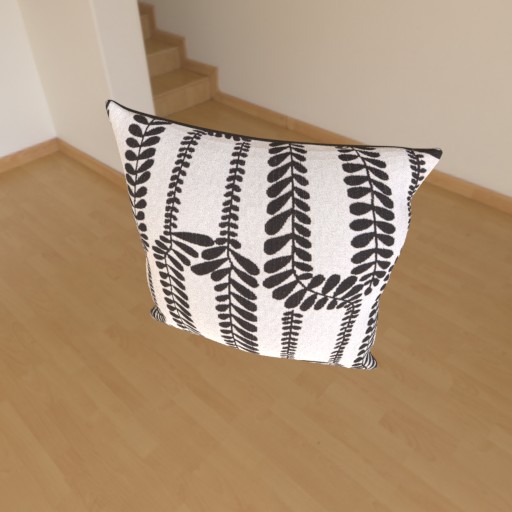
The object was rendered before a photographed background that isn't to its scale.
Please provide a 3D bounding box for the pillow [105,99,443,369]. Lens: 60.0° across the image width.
[{"bbox_3d":[0.000,0.000,0.683,0.440,0.441,0.182,11,43,13],"label":"pillow"}]
